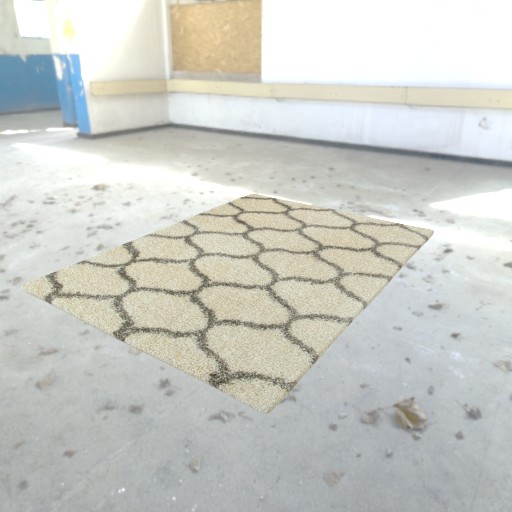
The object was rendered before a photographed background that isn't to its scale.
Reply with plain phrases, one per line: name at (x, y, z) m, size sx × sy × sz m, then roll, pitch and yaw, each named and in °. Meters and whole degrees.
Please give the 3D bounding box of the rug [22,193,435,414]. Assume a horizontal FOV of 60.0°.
rug at (0.000, 0.000, 2.064) m, size 1.200 × 0.025 × 1.600 m, roll 16°, pitch 29°, yaw 32°
